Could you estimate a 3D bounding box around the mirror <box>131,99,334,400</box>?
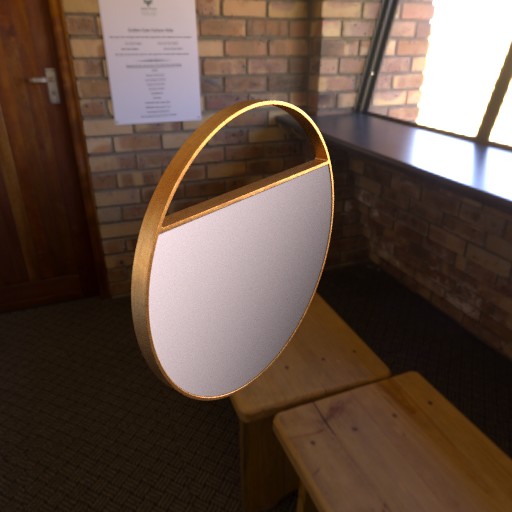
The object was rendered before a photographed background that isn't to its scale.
[{"bbox_3d":[0.000,0.000,0.849,0.032,0.565,0.565,18,31,33],"label":"mirror"}]
